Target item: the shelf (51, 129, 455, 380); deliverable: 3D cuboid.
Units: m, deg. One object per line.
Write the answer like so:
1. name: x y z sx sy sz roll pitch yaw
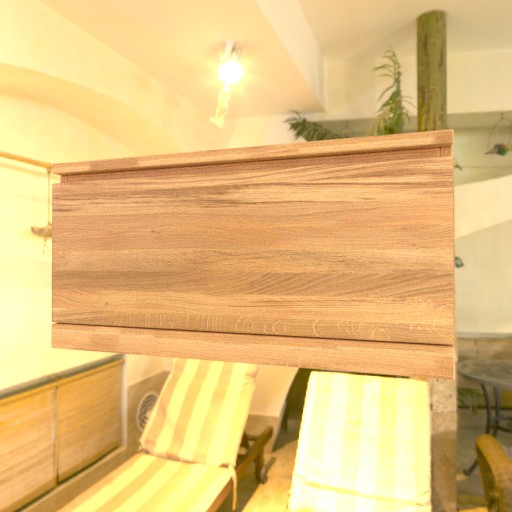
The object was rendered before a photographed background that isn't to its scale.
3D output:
1. shelf: 0.000 0.000 1.021 0.800 0.400 0.400 0 -1 19
